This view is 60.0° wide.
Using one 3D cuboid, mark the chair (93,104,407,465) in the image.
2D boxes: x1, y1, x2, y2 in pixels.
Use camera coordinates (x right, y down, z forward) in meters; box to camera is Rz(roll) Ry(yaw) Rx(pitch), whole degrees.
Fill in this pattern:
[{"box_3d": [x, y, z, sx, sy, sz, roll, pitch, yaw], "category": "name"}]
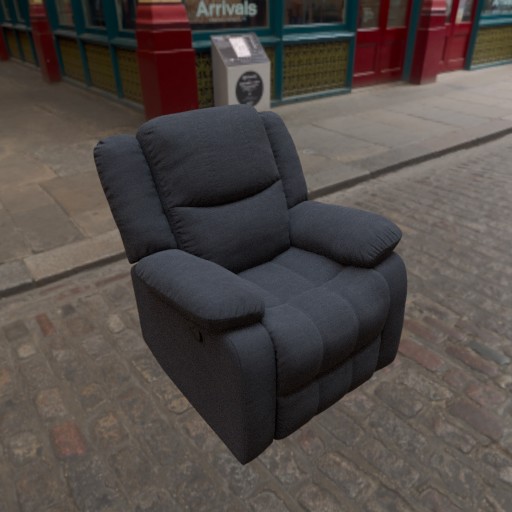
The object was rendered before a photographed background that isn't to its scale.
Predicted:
[{"box_3d": [0.000, 0.000, 1.722, 0.899, 1.008, 0.944, -21, 36, -32], "category": "chair"}]
